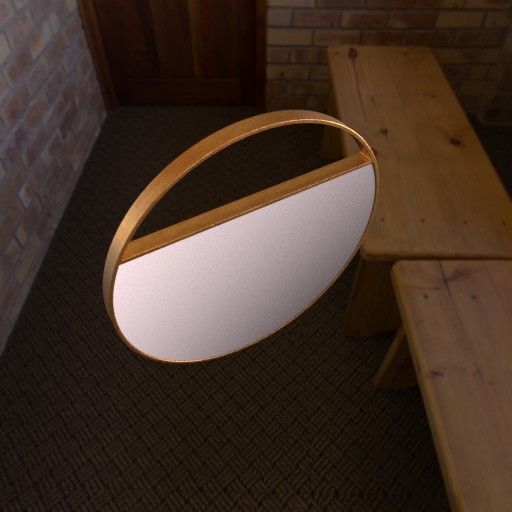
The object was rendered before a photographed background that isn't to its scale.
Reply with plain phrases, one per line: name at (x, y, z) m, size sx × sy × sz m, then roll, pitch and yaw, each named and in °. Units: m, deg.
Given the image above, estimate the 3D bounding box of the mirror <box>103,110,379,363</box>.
mirror at (0.000, 0.000, 0.839) m, size 0.565 × 0.565 × 0.032 m, roll -24°, pitch 52°, yaw -20°
